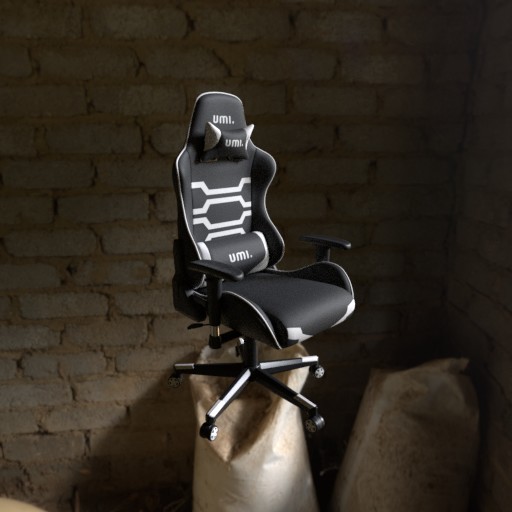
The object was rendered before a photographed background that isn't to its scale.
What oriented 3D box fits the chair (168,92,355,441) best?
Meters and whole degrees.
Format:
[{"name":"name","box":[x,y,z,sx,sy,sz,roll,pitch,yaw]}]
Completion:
[{"name":"chair","box":[0.000,0.000,1.739,0.700,1.240,0.700,-14,20,-43]}]
